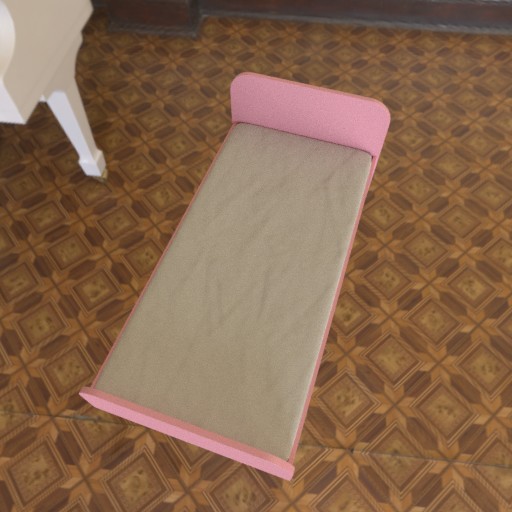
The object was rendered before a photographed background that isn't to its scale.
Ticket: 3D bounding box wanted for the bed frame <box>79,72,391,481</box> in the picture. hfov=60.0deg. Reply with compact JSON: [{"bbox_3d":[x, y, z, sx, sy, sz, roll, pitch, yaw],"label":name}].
[{"bbox_3d":[0.000,0.000,2.435,0.998,0.805,1.963,16,59,10],"label":"bed frame"}]
